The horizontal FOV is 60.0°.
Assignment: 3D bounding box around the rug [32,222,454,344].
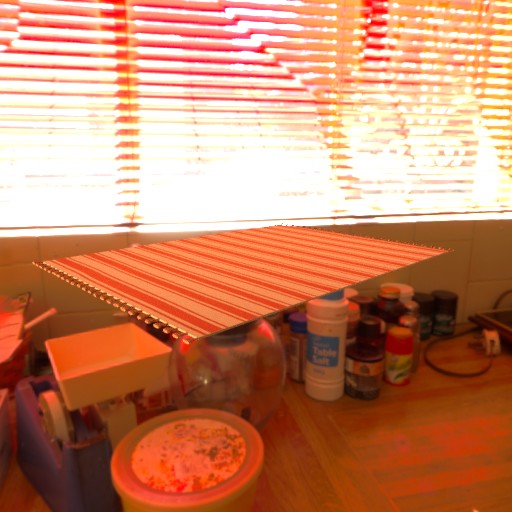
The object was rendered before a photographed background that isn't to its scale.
[{"bbox_3d":[0.000,0.000,4.345,3.369,0.035,2.451,-12,18,-42],"label":"rug"}]
